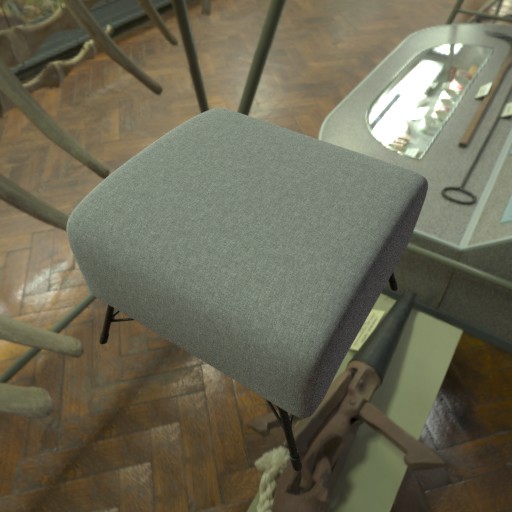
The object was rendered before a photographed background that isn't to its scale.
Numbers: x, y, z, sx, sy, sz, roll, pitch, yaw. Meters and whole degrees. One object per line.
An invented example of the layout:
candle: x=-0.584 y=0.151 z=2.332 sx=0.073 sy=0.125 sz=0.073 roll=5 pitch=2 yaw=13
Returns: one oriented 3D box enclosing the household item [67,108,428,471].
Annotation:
household item: x=0.000 y=0.000 z=0.930 sx=0.530 sy=0.410 sz=0.530 roll=25 pitch=52 yaw=22
